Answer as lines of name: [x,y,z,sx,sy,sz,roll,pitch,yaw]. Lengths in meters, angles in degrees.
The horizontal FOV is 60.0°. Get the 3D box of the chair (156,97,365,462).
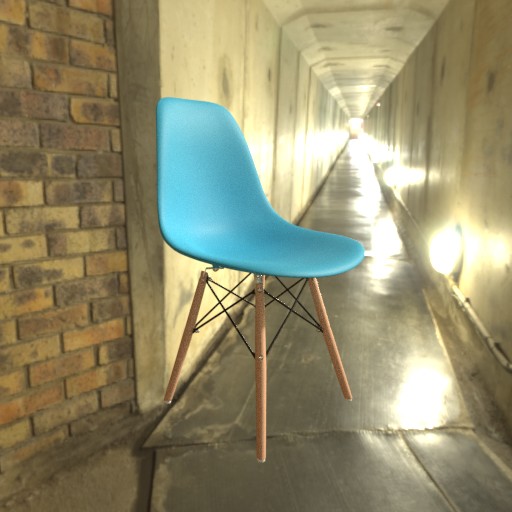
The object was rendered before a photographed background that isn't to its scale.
chair: [0.000,0.000,1.161,0.531,0.826,0.470,12,17,43]
